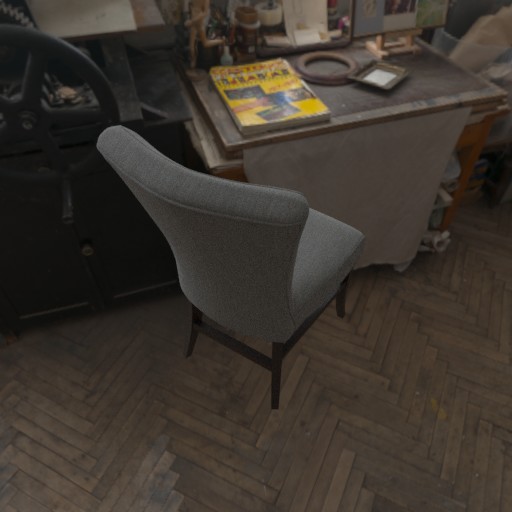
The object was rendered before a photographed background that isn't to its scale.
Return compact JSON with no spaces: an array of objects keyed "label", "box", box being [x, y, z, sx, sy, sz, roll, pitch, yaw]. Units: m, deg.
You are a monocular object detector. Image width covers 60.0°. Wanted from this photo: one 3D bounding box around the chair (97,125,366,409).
[{"label":"chair","box":[0.000,0.000,1.393,0.520,0.991,0.660,24,51,21]}]
